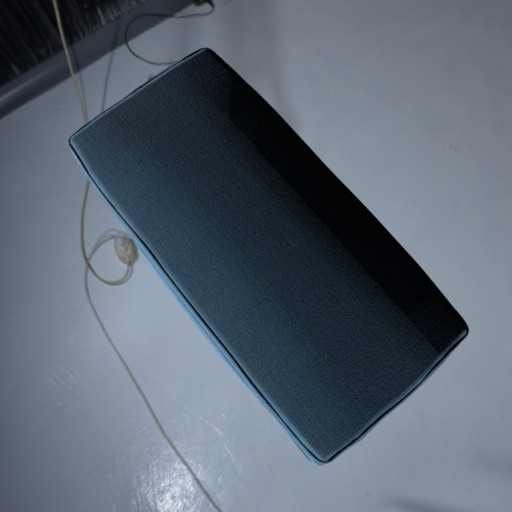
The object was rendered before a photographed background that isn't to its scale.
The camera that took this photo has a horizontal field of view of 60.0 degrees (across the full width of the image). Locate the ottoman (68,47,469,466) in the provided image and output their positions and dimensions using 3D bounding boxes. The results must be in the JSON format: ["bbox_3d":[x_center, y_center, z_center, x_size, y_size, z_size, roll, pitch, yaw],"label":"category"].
[{"bbox_3d":[0.000,0.000,1.194,0.474,0.474,0.943,-38,78,-10],"label":"ottoman"}]
